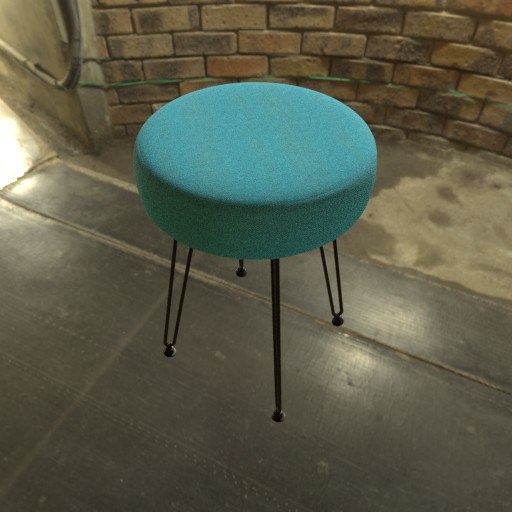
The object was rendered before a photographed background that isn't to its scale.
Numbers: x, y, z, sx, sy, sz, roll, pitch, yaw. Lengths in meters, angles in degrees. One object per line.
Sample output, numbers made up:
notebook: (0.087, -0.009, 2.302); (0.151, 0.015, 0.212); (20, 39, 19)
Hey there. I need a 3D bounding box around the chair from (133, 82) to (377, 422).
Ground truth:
chair: (0.000, 0.000, 0.688); (0.350, 0.440, 0.350); (-9, 47, -9)
